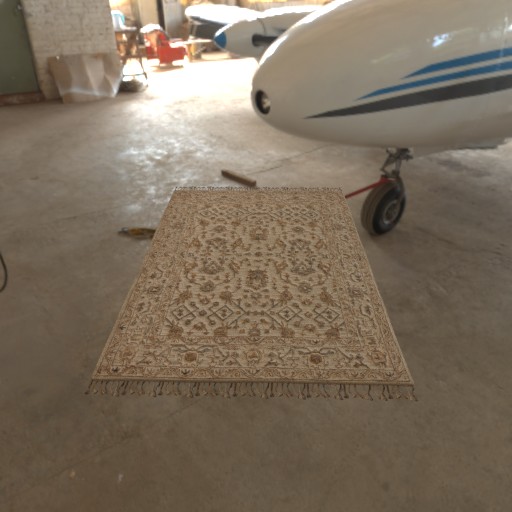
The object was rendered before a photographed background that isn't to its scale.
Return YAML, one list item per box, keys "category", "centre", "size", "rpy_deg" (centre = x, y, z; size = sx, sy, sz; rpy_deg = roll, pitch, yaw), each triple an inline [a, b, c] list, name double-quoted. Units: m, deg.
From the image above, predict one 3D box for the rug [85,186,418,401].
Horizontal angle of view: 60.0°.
- category: "rug"
  centre: [0.000, 0.000, 3.034]
  size: [1.529, 0.027, 2.434]
  rpy_deg: [1, 32, 1]
